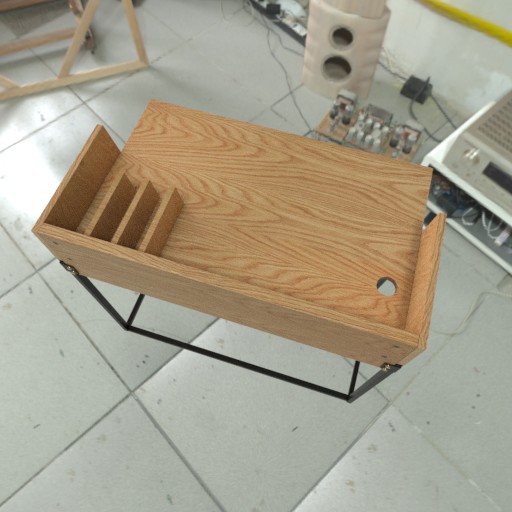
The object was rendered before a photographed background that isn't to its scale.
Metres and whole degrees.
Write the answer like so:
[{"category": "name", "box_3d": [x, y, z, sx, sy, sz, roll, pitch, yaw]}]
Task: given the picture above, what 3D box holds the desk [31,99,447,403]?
[{"category": "desk", "box_3d": [0.000, 0.000, 1.892, 1.191, 1.061, 0.769, 16, 65, 8]}]
